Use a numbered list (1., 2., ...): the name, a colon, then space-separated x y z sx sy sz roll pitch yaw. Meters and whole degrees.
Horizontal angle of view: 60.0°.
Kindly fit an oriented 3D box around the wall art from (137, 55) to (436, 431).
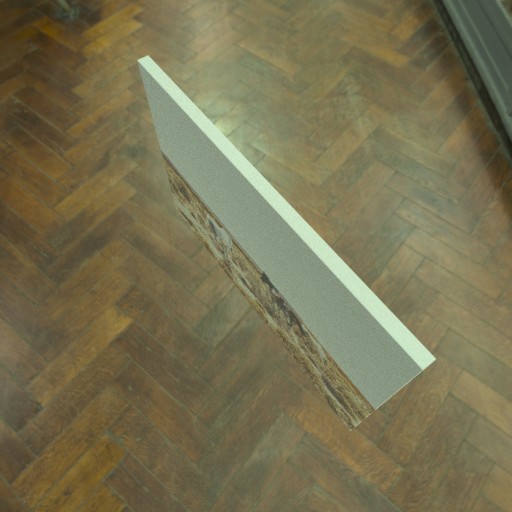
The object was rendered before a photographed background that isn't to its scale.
1. wall art: 0.000 0.000 1.890 0.051 1.016 1.520 -32 65 -17
